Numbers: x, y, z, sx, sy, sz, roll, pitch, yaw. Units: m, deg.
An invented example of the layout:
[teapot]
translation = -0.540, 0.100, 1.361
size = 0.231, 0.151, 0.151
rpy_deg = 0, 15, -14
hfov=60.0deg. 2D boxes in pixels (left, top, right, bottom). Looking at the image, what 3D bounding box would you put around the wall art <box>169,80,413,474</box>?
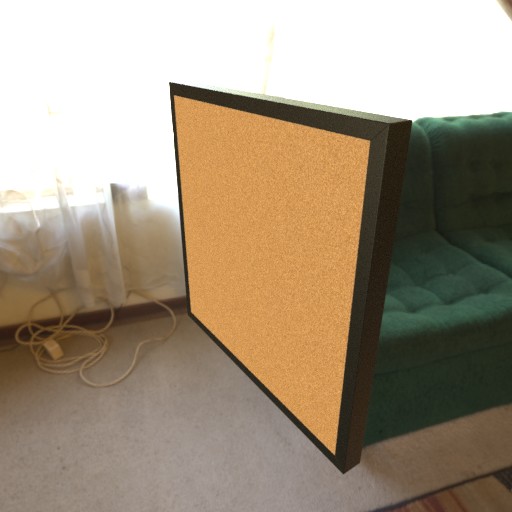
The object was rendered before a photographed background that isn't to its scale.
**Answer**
[wall art]
translation = 0.000, 0.000, 0.740
size = 0.036, 0.508, 0.508
rpy_deg = -17, 31, -31
